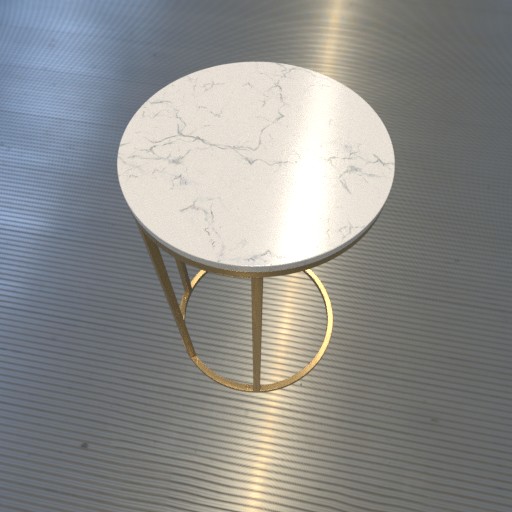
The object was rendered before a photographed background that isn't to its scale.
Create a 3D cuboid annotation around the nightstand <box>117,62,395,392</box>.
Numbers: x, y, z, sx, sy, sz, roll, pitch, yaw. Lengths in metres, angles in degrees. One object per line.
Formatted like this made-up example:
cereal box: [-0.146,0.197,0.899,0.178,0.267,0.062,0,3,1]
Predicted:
nightstand: [0.000,0.000,0.907,0.400,0.610,0.400,-31,64,-17]
